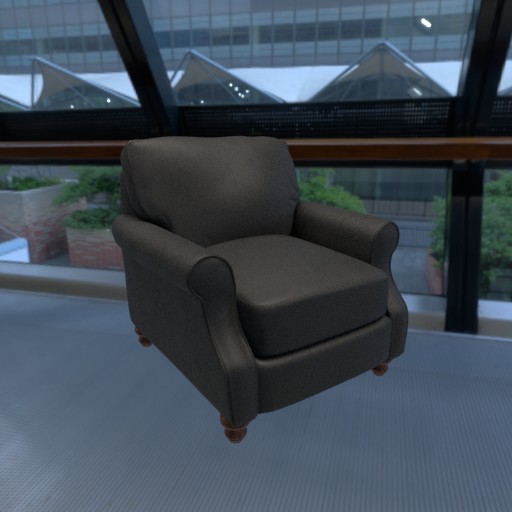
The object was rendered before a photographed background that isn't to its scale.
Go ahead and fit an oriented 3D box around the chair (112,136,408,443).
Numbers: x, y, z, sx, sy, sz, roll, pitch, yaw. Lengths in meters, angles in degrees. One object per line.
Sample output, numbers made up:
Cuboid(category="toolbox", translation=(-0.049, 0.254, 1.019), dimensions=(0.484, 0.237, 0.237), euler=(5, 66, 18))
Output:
Cuboid(category="chair", translation=(0.000, 0.000, 1.856), dimensions=(1.015, 0.960, 1.027), euler=(-9, 19, -28))
